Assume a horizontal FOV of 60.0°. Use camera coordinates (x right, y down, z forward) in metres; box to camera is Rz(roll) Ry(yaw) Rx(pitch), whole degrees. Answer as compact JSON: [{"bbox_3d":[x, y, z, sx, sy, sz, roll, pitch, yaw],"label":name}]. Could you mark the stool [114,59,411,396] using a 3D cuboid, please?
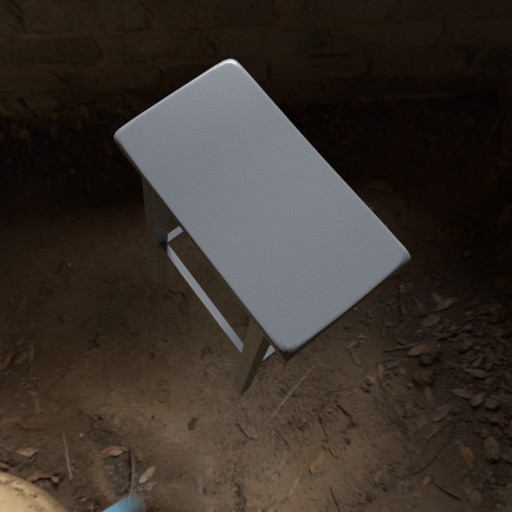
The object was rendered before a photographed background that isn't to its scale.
[{"bbox_3d":[0.000,0.000,1.027,0.476,0.737,0.457,-37,78,-9],"label":"stool"}]
